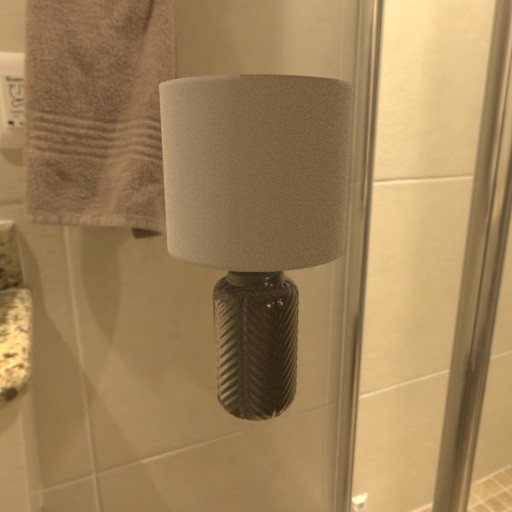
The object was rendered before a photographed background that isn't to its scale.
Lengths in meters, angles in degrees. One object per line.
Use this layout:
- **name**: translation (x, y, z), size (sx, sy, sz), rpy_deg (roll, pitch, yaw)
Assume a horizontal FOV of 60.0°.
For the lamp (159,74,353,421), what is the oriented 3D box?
- **lamp**: translation (0.000, 0.000, 0.522), size (0.203, 0.389, 0.203), rpy_deg (8, 17, 27)
